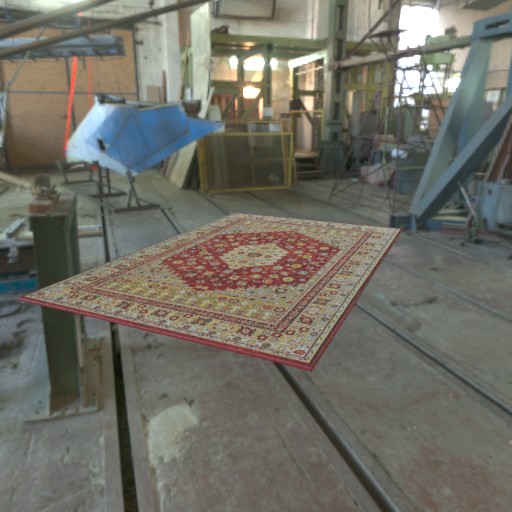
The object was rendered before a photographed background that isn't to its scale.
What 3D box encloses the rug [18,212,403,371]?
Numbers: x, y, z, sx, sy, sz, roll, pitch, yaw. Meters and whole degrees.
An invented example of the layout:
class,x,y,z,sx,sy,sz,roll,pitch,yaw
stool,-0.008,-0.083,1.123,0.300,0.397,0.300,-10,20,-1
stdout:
class,x,y,z,sx,sy,sz,roll,pitch,yaw
rug,0.000,0.000,2.253,1.194,0.013,1.802,8,19,24
